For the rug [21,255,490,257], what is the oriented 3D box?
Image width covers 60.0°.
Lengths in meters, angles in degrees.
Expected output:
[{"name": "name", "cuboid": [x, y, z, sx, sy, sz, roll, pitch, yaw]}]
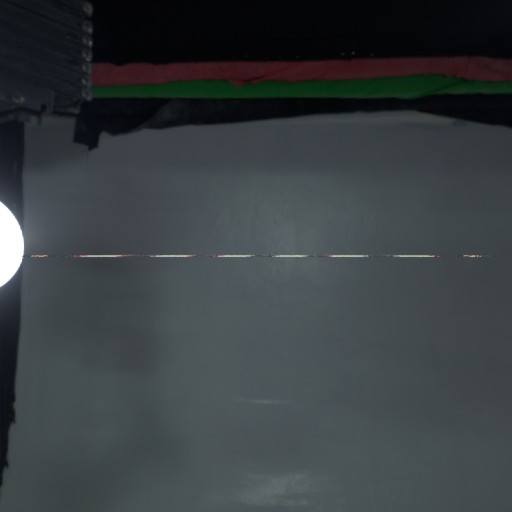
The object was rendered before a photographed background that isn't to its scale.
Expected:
[{"name": "rug", "cuboid": [0.000, 0.000, 2.936, 2.311, 0.010, 1.522, 0, 0, 0]}]
